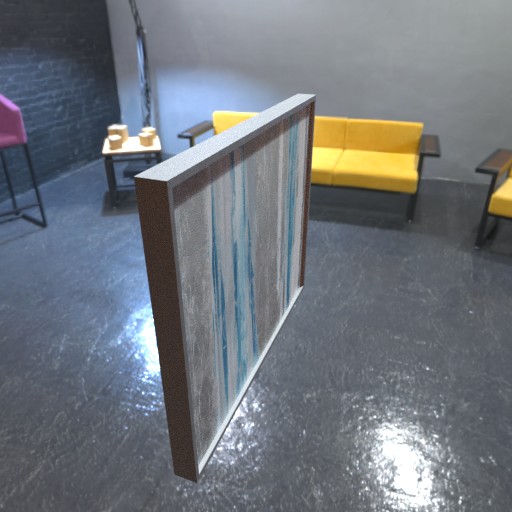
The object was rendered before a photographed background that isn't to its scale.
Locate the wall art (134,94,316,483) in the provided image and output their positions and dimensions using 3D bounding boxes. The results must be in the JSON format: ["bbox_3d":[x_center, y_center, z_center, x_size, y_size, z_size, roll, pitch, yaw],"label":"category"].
[{"bbox_3d":[0.000,0.000,0.760,0.037,0.450,0.557,11,30,19],"label":"wall art"}]
